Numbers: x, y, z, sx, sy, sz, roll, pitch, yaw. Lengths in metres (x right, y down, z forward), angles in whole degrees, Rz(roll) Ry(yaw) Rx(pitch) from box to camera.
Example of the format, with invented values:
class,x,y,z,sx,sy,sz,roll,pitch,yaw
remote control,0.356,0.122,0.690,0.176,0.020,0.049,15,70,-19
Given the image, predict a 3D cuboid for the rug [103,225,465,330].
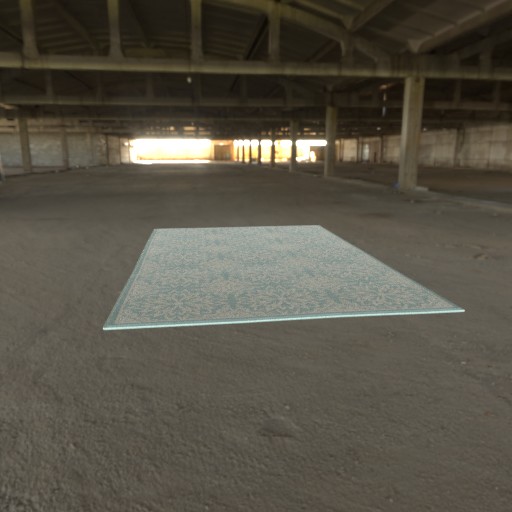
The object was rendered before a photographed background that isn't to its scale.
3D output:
class,x,y,z,sx,sy,sz,roll,pitch,yaw
rug,0.000,0.000,2.349,1.219,0.012,1.840,-2,13,-8
